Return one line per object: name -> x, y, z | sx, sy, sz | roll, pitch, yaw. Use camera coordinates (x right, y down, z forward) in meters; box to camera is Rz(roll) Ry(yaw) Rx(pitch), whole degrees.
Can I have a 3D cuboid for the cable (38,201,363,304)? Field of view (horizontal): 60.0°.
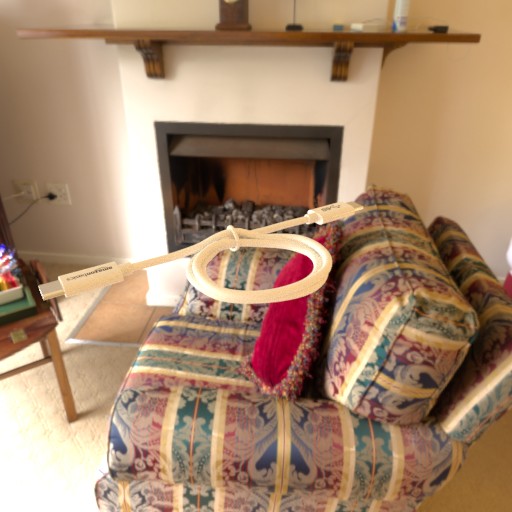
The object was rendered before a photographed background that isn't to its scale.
cable -> 0.000, 0.000, 0.214 | 0.186, 0.014, 0.070 | -17, 33, -28
